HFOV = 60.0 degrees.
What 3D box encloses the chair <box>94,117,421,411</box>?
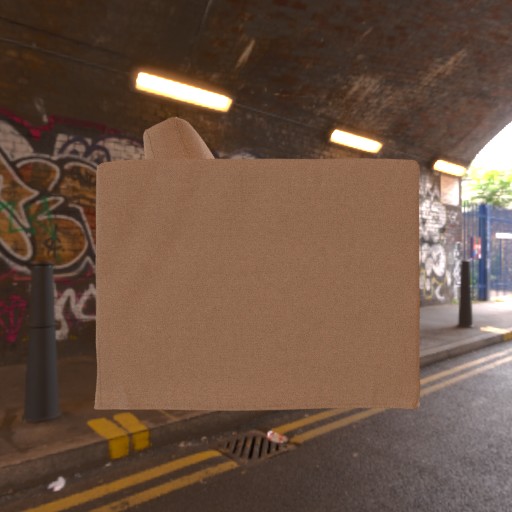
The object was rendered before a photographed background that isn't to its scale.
[{"bbox_3d":[0.000,0.000,1.754,0.949,0.867,1.057,0,0,-1],"label":"chair"}]
